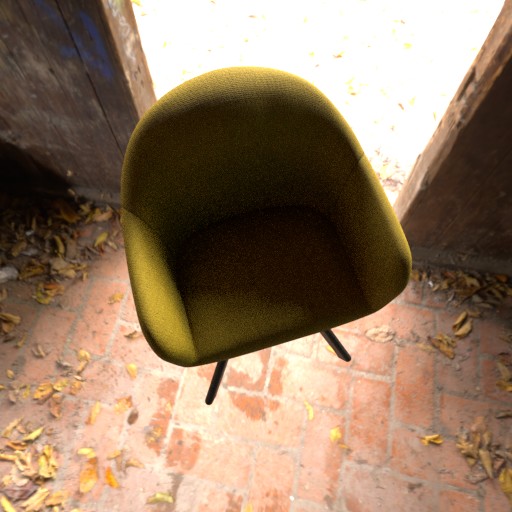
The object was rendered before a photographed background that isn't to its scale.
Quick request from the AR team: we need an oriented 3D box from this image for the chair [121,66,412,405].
[{"bbox_3d":[0.000,0.000,1.175,0.590,0.795,0.550,-15,66,-7],"label":"chair"}]
